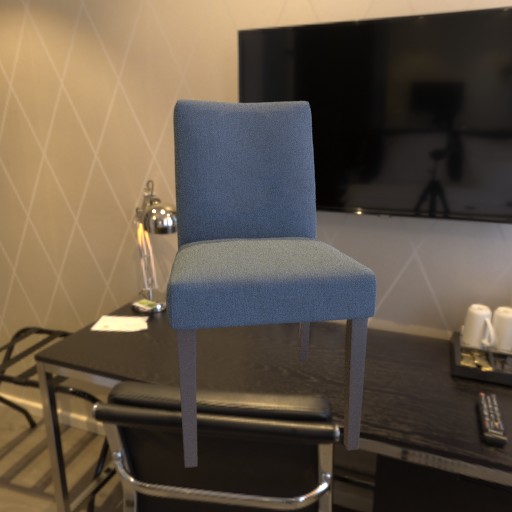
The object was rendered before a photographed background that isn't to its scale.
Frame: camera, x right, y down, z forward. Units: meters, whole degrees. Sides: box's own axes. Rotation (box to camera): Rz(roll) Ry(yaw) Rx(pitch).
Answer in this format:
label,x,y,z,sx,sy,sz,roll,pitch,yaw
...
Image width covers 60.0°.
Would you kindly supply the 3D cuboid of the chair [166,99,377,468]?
label,x,y,z,sx,sy,sz,roll,pitch,yaw
chair,0.000,0.000,1.270,0.487,0.882,0.629,-2,15,-8
